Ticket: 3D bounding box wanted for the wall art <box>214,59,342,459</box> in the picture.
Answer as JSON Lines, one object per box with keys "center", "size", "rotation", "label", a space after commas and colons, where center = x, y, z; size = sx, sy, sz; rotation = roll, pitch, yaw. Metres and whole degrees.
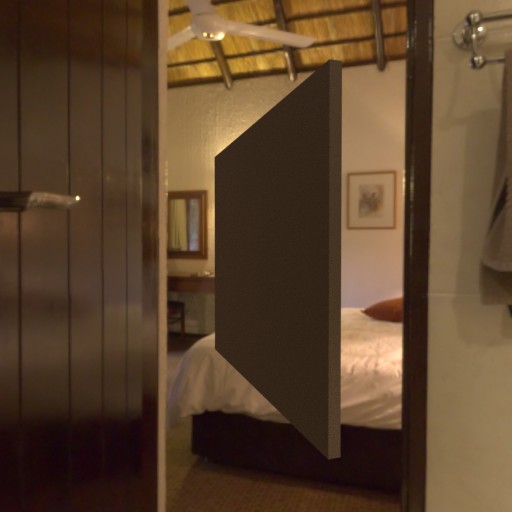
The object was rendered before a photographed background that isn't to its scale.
{"center": [0.000, 0.000, 1.632], "size": [0.034, 0.952, 1.207], "rotation": [0, 1, -18], "label": "wall art"}
